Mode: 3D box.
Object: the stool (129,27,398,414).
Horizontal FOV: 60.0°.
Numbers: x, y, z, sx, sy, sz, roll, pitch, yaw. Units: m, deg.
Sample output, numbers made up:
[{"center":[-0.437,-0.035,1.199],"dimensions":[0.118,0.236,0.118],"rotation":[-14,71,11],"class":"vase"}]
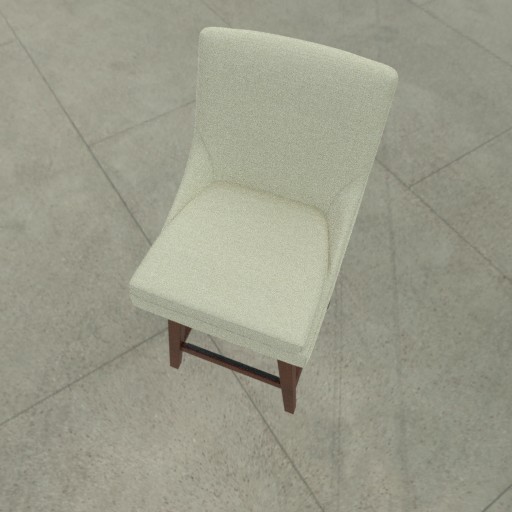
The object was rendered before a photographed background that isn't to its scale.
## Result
[{"center":[0.000,0.000,1.252],"dimensions":[0.469,0.991,0.559],"rotation":[18,60,11],"class":"stool"}]
